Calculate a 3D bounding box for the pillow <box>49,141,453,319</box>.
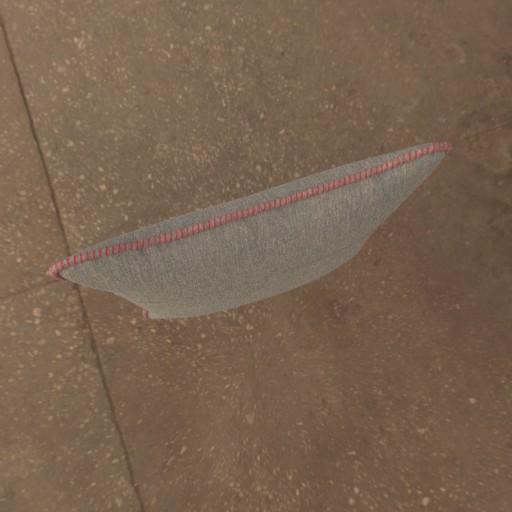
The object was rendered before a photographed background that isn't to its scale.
[{"bbox_3d":[0.000,0.000,0.720,0.482,0.491,0.124,-18,77,-4],"label":"pillow"}]
